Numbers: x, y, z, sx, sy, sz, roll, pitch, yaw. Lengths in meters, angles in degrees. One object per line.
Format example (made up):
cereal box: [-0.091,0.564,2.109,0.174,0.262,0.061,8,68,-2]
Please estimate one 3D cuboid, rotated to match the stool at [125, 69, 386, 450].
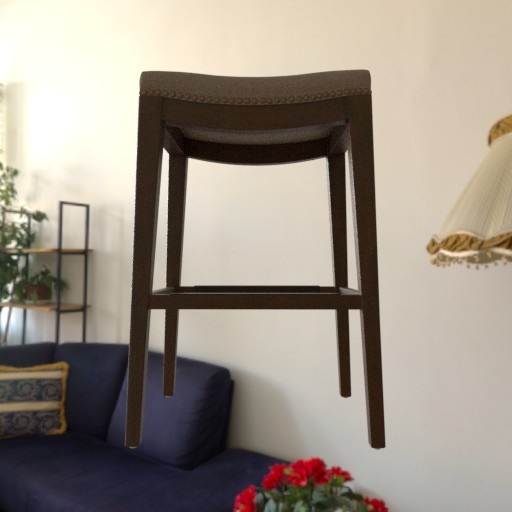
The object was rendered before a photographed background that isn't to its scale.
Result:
stool: [0.000,0.000,1.047,0.508,0.762,0.356,0,-1,1]
